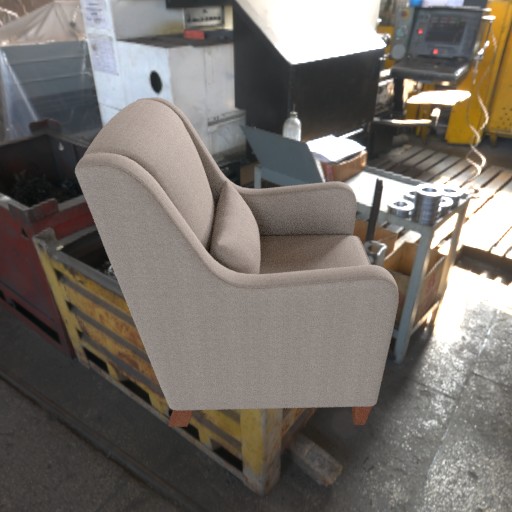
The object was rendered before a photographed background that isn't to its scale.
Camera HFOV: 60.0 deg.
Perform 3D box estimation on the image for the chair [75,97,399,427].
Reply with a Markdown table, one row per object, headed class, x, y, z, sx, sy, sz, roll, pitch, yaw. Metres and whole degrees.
| class | x | y | z | sx | sy | sz | roll | pitch | yaw |
| --- | --- | --- | --- | --- | --- | --- | --- | --- | --- |
| chair | 0.000 | 0.000 | 1.610 | 0.890 | 1.017 | 0.715 | 0 | 32 | 0 |
